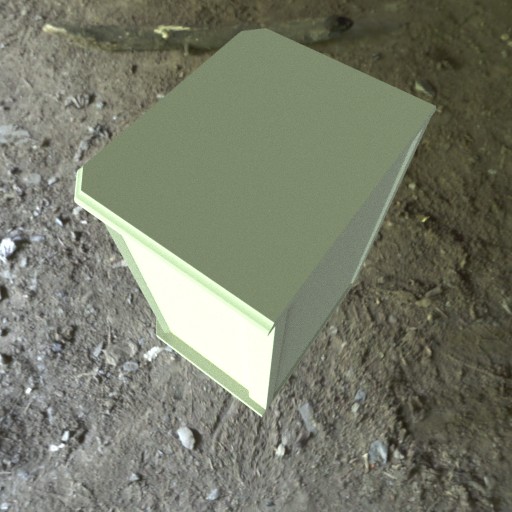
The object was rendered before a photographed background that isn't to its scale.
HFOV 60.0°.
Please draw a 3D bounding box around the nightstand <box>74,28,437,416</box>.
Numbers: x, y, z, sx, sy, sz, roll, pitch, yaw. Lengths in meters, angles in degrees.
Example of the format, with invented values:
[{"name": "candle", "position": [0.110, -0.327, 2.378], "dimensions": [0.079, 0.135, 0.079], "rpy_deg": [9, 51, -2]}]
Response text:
[{"name": "nightstand", "position": [0.000, 0.000, 0.914], "dimensions": [0.351, 0.681, 0.435], "rpy_deg": [33, 66, 16]}]
